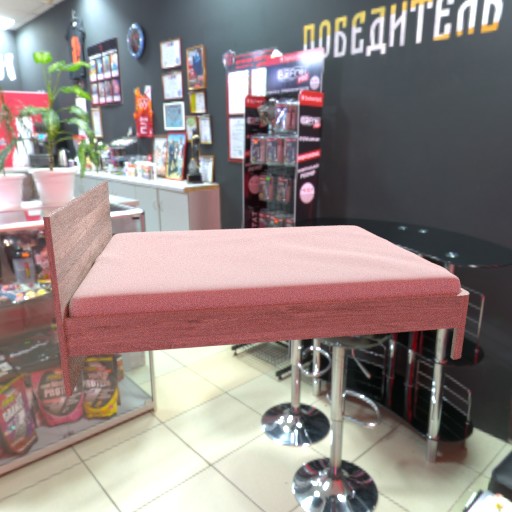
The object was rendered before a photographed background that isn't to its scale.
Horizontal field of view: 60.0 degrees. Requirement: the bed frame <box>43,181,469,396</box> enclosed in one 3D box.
[{"bbox_3d":[0.000,0.000,2.715,1.950,0.800,1.490,-2,15,-9],"label":"bed frame"}]
